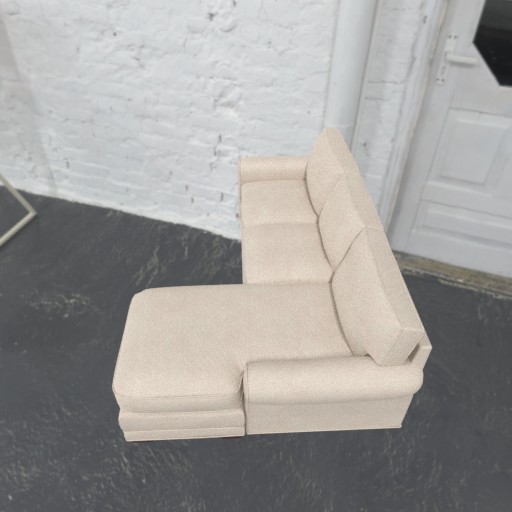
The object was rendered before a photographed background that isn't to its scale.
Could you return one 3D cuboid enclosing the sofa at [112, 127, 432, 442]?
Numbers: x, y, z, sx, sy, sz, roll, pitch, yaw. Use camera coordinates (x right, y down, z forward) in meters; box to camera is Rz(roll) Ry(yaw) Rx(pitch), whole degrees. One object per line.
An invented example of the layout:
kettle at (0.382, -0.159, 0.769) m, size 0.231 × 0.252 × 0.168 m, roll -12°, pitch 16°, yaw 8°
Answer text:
sofa at (0.000, 0.000, 2.359) m, size 1.226 × 0.734 × 1.770 m, roll -2°, pitch 41°, yaw -2°
